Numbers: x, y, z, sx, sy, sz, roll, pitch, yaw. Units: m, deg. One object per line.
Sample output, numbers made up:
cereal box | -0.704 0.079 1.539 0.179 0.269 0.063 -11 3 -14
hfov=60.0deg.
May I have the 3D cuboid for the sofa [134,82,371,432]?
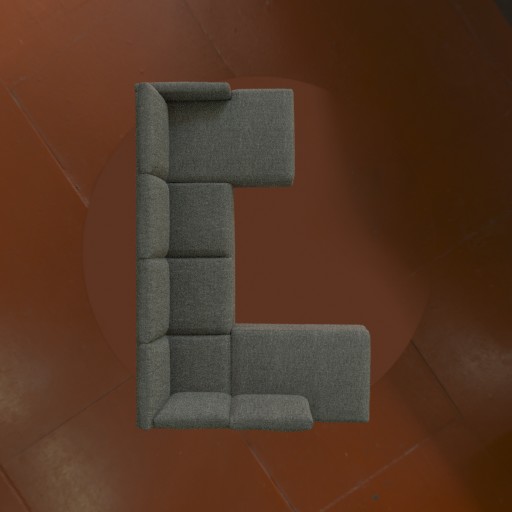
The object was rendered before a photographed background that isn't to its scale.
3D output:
sofa | 0.000 0.000 3.608 1.879 0.756 2.737 0 90 0
